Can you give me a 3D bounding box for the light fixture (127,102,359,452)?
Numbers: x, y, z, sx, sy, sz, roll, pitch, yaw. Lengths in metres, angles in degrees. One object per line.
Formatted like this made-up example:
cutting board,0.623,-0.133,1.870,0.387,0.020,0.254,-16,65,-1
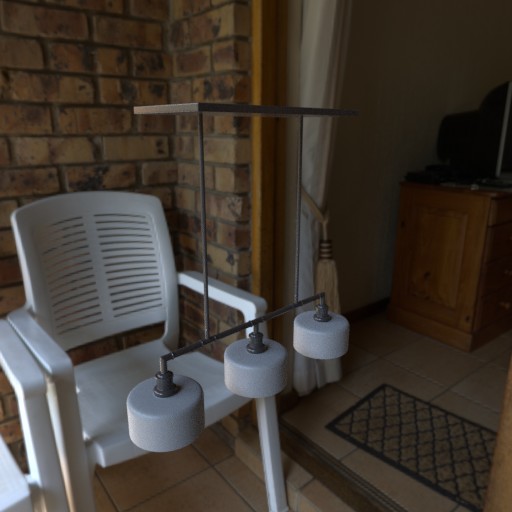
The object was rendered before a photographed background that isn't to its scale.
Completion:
light fixture,0.000,0.000,0.881,0.582,0.557,0.177,-15,22,-42
